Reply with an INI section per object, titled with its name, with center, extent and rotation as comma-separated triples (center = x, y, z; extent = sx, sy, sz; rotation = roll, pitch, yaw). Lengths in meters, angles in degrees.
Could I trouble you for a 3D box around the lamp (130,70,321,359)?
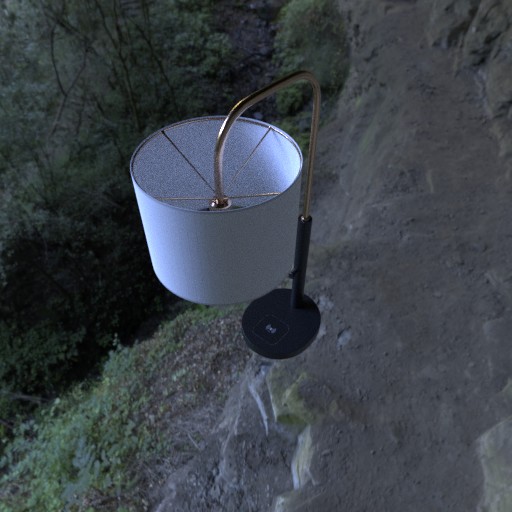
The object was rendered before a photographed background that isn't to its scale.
[lamp]
center = 0.000, 0.000, 0.707
extent = 0.199, 0.540, 0.337
rotation = 32, 53, 27
